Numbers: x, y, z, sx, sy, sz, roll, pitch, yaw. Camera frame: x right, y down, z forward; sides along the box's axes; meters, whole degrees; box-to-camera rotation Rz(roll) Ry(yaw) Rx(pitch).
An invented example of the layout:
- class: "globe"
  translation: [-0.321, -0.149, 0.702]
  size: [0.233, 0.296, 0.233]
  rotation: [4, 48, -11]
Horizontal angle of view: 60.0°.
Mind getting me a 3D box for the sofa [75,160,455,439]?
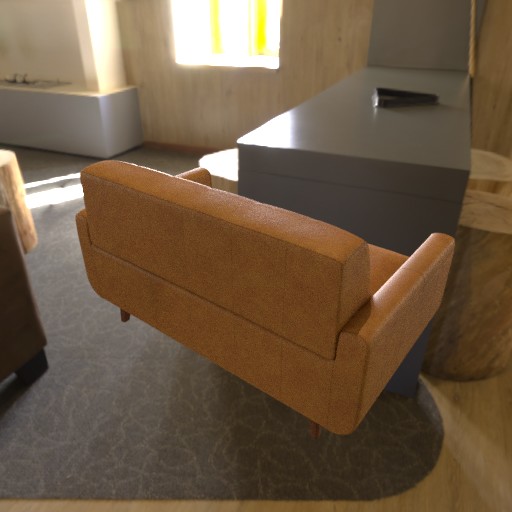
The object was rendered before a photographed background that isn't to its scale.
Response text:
- class: "sofa"
  translation: [0.000, 0.000, 2.248]
  size: [1.651, 0.925, 0.952]
  rotation: [21, 36, 32]
